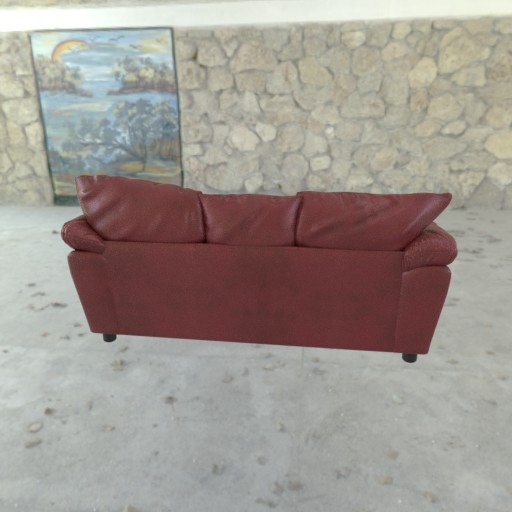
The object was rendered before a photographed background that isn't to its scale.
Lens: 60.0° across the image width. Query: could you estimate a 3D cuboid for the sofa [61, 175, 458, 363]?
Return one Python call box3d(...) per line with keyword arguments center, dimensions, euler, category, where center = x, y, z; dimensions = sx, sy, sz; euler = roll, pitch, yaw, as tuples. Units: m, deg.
box3d(center=(0.000, 0.000, 2.940), dimensions=(2.390, 1.091, 0.907), euler=(2, 17, 8), category="sofa")
